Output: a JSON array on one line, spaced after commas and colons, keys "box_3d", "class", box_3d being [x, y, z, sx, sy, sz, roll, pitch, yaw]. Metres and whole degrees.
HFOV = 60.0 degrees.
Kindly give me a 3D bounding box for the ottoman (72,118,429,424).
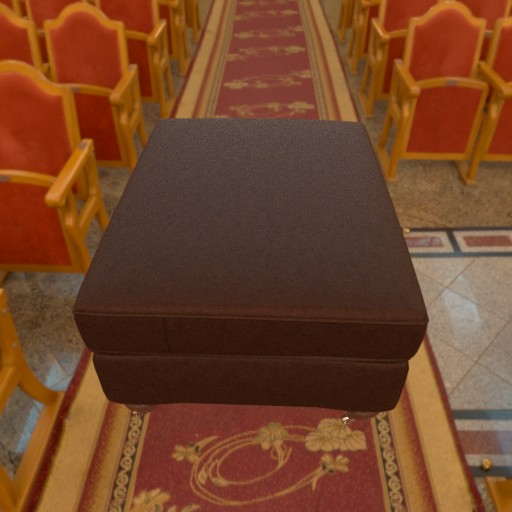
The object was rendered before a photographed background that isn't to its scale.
[{"box_3d": [0.000, 0.000, 1.796, 0.967, 0.730, 1.187, 1, 42, 1], "class": "ottoman"}]
